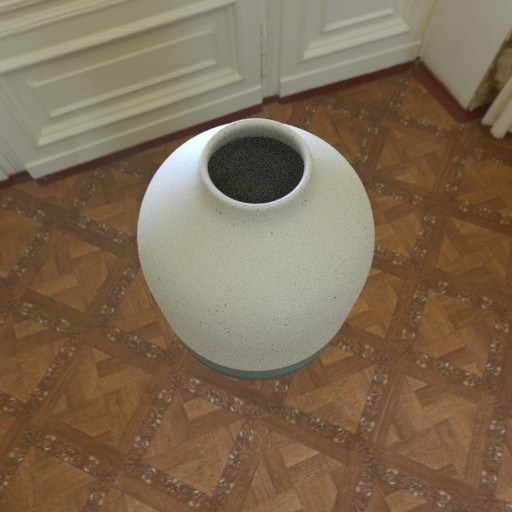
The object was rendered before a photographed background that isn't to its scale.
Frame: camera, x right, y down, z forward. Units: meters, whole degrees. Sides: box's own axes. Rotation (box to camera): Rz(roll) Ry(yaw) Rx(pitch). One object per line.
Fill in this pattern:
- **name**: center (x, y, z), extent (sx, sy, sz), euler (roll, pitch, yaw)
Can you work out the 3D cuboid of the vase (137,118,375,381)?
- **vase**: center (0.000, 0.000, 0.354), extent (0.169, 0.240, 0.169), euler (0, 64, 0)
